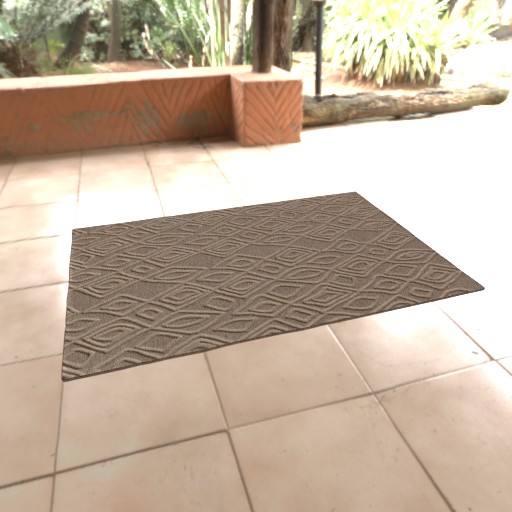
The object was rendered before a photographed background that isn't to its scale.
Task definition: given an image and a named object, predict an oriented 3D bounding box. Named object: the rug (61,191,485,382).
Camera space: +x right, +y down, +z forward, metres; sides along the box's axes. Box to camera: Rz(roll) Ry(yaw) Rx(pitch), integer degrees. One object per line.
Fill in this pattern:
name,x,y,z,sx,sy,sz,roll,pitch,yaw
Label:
rug,0.000,0.000,2.291,1.832,0.016,1.224,-9,32,-15
